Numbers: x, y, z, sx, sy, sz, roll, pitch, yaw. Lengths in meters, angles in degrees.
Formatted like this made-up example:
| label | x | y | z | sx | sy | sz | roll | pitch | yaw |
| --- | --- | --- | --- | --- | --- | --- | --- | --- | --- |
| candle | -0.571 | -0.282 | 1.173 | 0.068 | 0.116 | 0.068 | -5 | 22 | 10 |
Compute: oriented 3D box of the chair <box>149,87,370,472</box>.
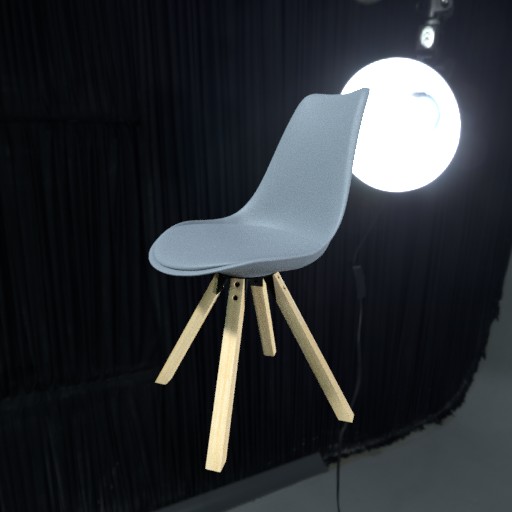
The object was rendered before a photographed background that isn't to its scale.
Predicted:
| label | x | y | z | sx | sy | sz | roll | pitch | yaw |
| --- | --- | --- | --- | --- | --- | --- | --- | --- | --- |
| chair | 0.000 | 0.000 | 1.179 | 0.549 | 0.850 | 0.485 | -8 | 17 | -27 |
